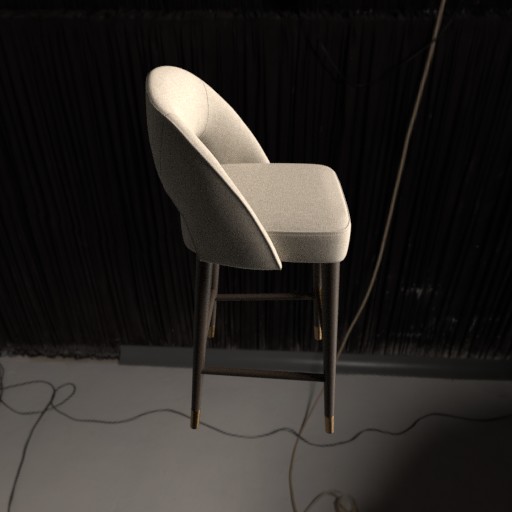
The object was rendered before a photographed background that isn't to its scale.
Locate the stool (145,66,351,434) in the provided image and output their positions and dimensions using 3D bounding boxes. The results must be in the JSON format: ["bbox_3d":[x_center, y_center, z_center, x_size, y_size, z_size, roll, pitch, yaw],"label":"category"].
[{"bbox_3d":[0.000,0.000,1.323,0.509,1.037,0.494,1,32,2],"label":"stool"}]
